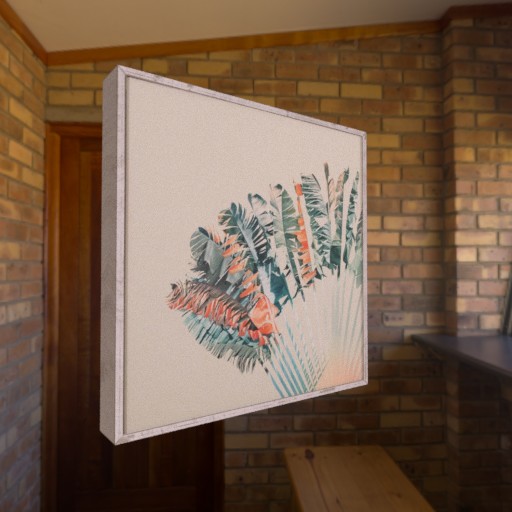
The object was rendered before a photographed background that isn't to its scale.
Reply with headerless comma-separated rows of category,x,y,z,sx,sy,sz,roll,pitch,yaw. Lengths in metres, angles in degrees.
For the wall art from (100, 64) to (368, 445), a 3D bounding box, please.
wall art,0.000,0.000,0.459,0.305,0.303,0.038,1,-2,-36
